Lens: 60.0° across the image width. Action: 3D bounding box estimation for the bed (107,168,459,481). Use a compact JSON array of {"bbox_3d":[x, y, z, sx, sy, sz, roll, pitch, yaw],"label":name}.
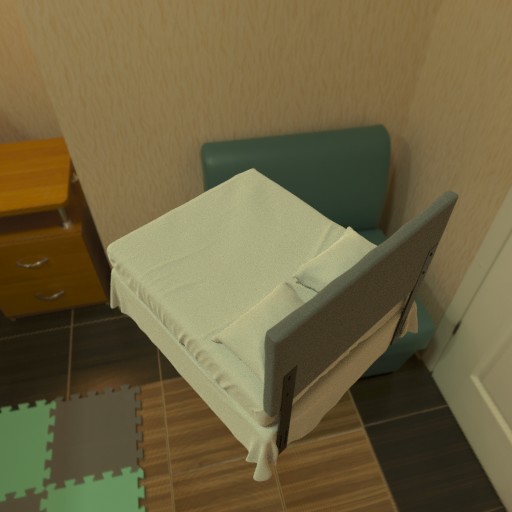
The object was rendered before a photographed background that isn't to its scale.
[{"bbox_3d":[0.000,0.000,3.507,1.936,1.577,2.222,-33,55,-28],"label":"bed"}]
